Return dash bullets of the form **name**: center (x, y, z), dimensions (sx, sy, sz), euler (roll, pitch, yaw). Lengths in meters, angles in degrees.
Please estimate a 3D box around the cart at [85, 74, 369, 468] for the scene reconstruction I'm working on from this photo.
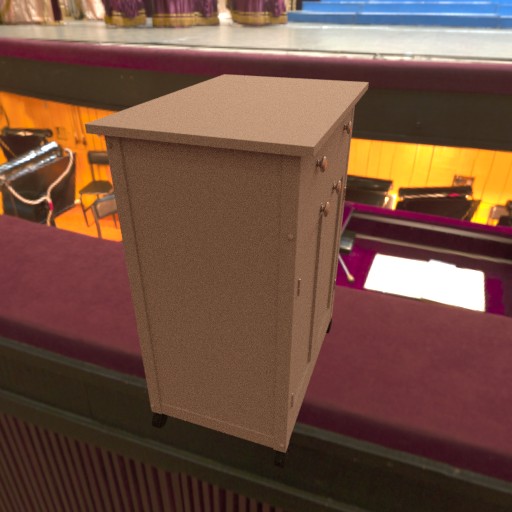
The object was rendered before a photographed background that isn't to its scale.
- **cart**: center (0.000, 0.000, 1.266), dimensions (0.442, 0.864, 0.683), euler (10, 32, 17)
